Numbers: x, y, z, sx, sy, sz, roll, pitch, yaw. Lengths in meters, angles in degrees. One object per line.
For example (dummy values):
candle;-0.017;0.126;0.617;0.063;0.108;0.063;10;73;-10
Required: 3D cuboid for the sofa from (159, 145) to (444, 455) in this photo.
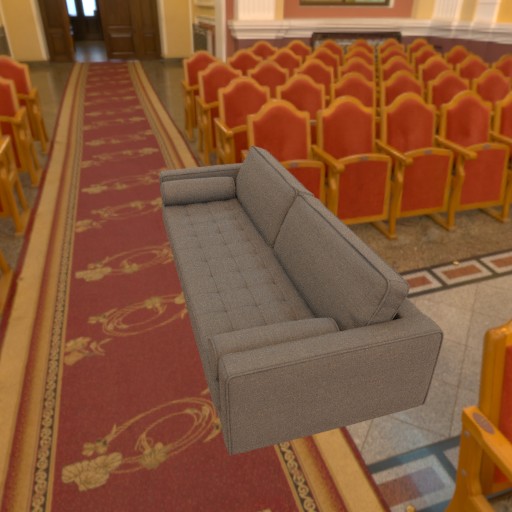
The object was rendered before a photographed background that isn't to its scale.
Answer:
sofa;0.000;0.000;2.621;0.914;0.762;2.198;-9;31;-14
